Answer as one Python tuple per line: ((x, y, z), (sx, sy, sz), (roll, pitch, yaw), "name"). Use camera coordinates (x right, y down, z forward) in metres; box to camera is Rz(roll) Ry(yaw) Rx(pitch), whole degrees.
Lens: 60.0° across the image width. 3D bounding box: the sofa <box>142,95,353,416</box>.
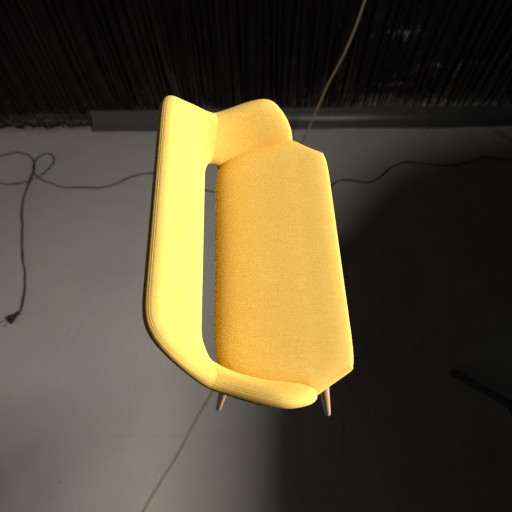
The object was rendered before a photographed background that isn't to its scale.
((0.000, 0.000, 1.649), (0.610, 0.840, 1.150), (-2, 63, -1), "sofa")
